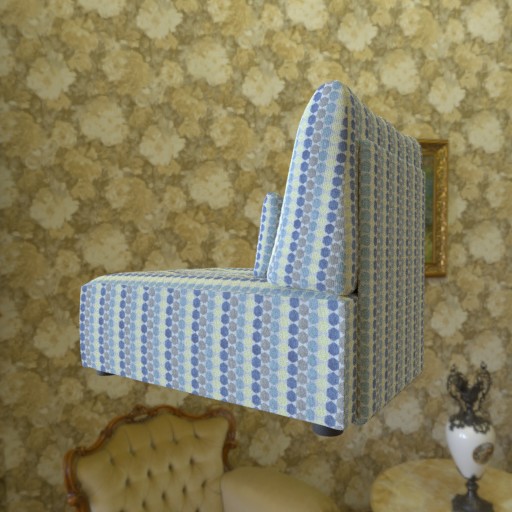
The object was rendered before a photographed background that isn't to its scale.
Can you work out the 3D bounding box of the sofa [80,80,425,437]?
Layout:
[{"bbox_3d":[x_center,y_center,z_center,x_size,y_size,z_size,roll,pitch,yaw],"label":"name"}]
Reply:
[{"bbox_3d":[0.000,0.000,1.532,1.000,0.820,0.700,1,1,34],"label":"sofa"}]
